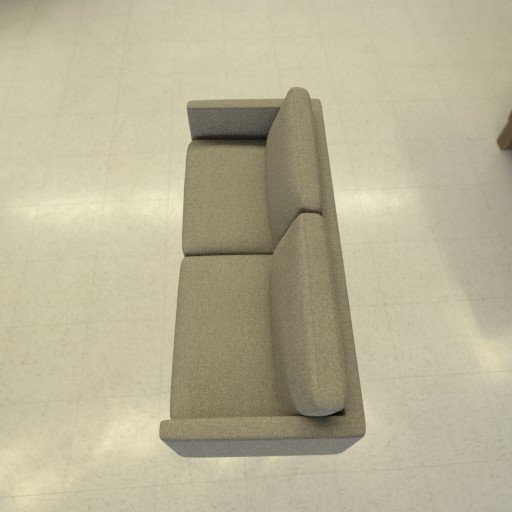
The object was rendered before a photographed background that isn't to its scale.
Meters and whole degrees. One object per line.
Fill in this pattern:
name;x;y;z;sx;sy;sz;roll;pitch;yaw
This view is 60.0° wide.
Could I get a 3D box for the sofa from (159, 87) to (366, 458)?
sofa;0.000;0.000;2.733;0.956;0.960;2.208;-1;60;-1
